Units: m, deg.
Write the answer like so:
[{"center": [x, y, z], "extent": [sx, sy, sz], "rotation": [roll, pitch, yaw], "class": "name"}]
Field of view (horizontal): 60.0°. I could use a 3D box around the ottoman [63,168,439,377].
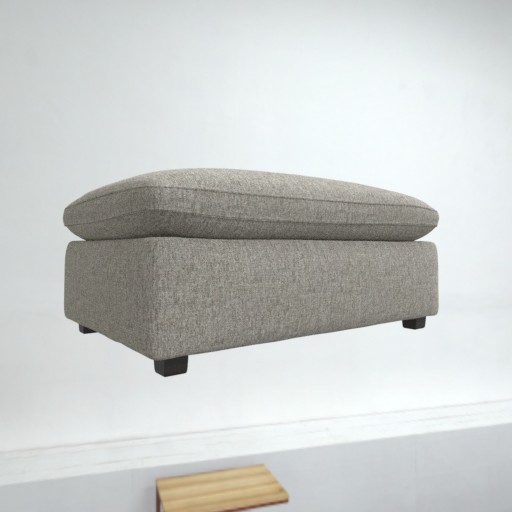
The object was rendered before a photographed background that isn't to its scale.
[{"center": [0.000, 0.000, 1.346], "extent": [0.977, 0.451, 0.694], "rotation": [-1, 1, -37], "class": "ottoman"}]
